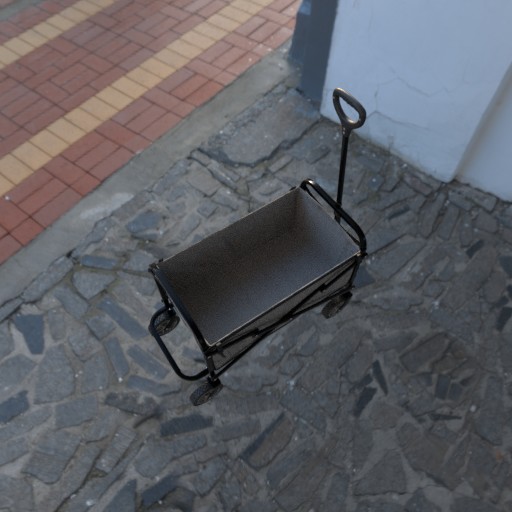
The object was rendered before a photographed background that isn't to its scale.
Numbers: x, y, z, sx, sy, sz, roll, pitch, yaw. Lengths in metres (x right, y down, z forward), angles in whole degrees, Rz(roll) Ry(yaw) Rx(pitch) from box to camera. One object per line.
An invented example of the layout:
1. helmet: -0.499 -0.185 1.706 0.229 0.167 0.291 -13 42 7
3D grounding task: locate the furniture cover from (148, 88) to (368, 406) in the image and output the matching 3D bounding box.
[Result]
1. furniture cover: 0.000 0.000 1.877 1.038 1.295 0.532 -30 63 -17
